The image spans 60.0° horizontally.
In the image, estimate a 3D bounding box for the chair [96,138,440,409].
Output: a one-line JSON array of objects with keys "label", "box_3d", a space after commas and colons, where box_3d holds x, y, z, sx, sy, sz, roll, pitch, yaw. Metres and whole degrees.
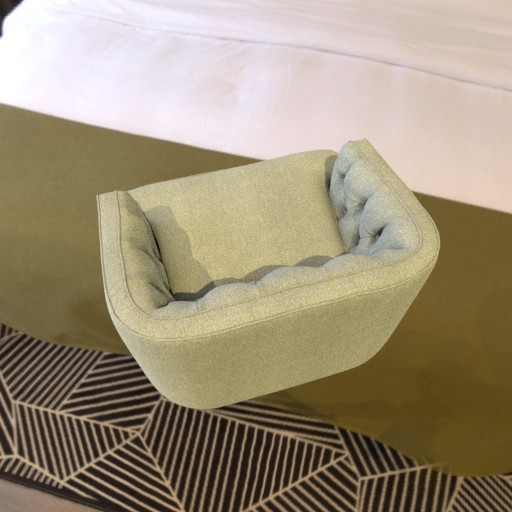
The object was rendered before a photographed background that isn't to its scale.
[{"label": "chair", "box_3d": [0.000, 0.000, 1.790, 1.094, 0.852, 0.945, -14, 58, -9]}]
